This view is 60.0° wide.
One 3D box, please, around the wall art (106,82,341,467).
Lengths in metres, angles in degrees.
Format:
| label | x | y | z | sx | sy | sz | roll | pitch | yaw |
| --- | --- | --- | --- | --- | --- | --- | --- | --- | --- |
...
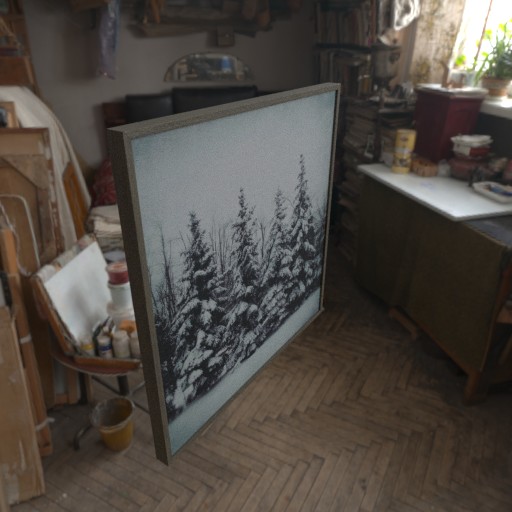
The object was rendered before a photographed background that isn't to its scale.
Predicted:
| label | x | y | z | sx | sy | sz | roll | pitch | yaw |
| --- | --- | --- | --- | --- | --- | --- | --- | --- | --- |
| wall art | 0.000 | 0.000 | 1.129 | 0.039 | 0.758 | 0.758 | 18 | 33 | 31 |
